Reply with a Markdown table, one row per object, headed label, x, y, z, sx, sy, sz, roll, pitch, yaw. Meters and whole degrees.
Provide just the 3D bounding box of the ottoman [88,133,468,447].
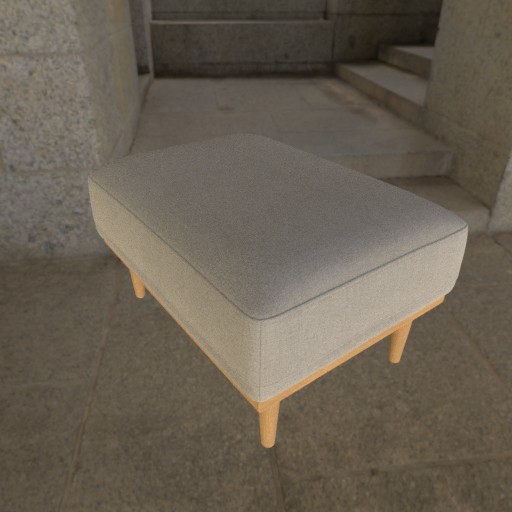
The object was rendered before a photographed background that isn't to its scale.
| label | x | y | z | sx | sy | sz | roll | pitch | yaw |
| --- | --- | --- | --- | --- | --- | --- | --- | --- | --- |
| ottoman | 0.000 | 0.000 | 1.074 | 0.549 | 0.428 | 0.749 | -21 | 37 | -30 |
